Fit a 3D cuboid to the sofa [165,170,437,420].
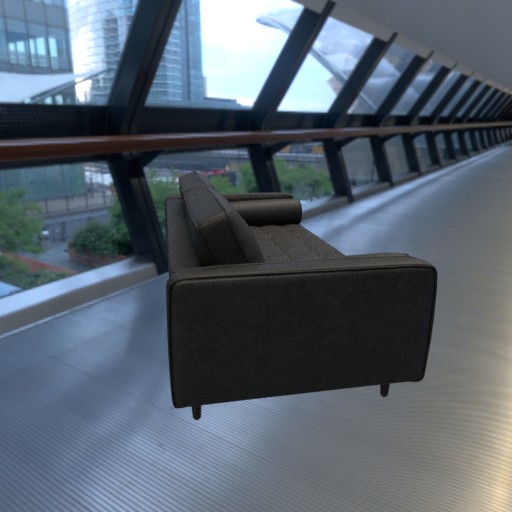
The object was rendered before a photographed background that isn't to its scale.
[{"bbox_3d":[0.000,0.000,2.308,0.921,0.770,1.879,-3,16,-11],"label":"sofa"}]
